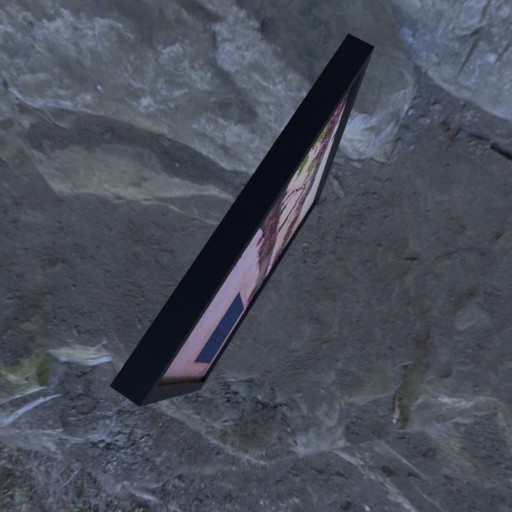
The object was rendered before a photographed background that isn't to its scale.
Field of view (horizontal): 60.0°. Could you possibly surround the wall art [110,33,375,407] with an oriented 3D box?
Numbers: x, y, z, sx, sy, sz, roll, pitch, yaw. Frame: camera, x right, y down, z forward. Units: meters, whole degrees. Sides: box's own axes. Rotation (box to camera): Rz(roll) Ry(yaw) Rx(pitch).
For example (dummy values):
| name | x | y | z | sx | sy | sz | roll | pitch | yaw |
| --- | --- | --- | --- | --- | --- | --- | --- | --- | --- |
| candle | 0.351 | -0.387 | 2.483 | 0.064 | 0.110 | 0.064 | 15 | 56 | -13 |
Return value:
| name | x | y | z | sx | sy | sz | roll | pitch | yaw |
| --- | --- | --- | --- | --- | --- | --- | --- | --- | --- |
| wall art | 0.000 | 0.000 | 0.751 | 0.038 | 0.508 | 0.508 | 31 | 77 | 8 |
